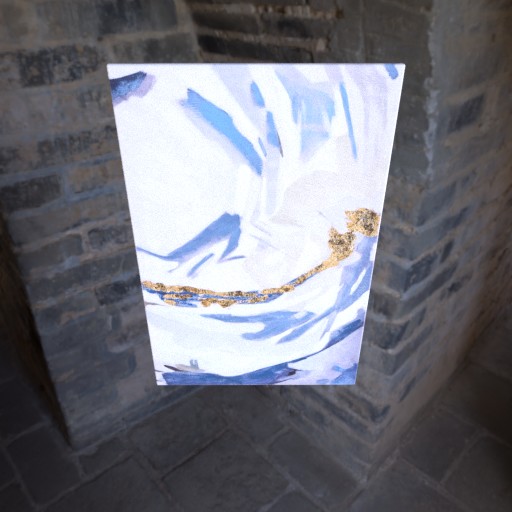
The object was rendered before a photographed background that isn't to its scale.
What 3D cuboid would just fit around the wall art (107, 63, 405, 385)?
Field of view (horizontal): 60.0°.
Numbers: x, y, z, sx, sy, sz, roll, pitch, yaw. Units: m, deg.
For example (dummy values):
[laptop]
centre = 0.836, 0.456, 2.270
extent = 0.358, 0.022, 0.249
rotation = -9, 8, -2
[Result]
[wall art]
centre = 0.000, 0.000, 1.138
extent = 0.610, 0.914, 0.016
rotation = 0, 30, 0
